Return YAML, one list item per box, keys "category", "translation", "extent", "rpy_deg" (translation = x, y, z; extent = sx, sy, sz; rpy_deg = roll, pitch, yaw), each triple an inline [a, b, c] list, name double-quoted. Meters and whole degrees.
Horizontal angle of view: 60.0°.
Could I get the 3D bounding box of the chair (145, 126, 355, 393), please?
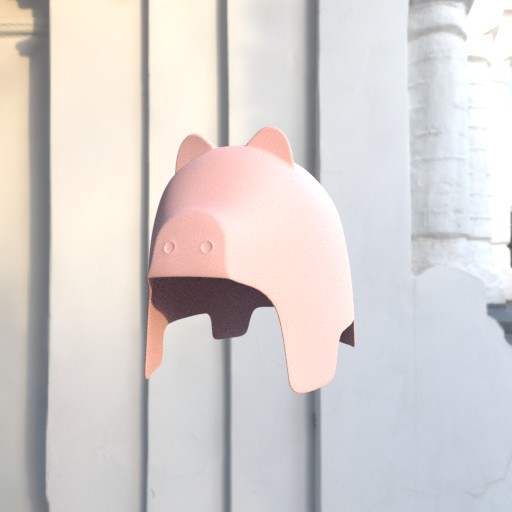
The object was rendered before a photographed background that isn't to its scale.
- category: "chair"
  translation: [0.000, 0.000, 0.886]
  extent: [0.364, 0.423, 0.619]
  rpy_deg: [0, -1, 18]
